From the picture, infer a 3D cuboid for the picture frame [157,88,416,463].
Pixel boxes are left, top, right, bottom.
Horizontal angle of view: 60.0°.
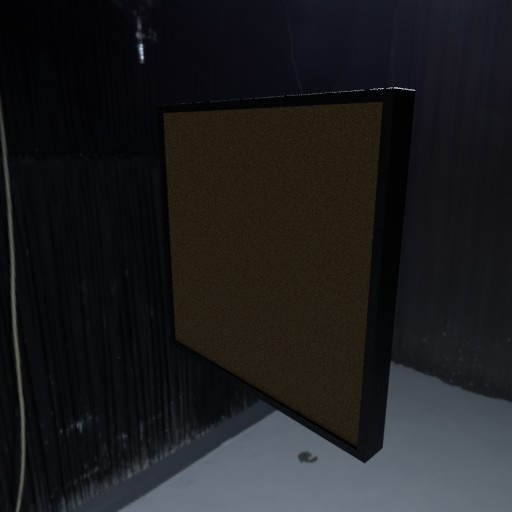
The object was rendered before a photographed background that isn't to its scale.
[{"bbox_3d":[0.000,0.000,0.476,0.030,0.317,0.317,-14,21,-41],"label":"picture frame"}]
